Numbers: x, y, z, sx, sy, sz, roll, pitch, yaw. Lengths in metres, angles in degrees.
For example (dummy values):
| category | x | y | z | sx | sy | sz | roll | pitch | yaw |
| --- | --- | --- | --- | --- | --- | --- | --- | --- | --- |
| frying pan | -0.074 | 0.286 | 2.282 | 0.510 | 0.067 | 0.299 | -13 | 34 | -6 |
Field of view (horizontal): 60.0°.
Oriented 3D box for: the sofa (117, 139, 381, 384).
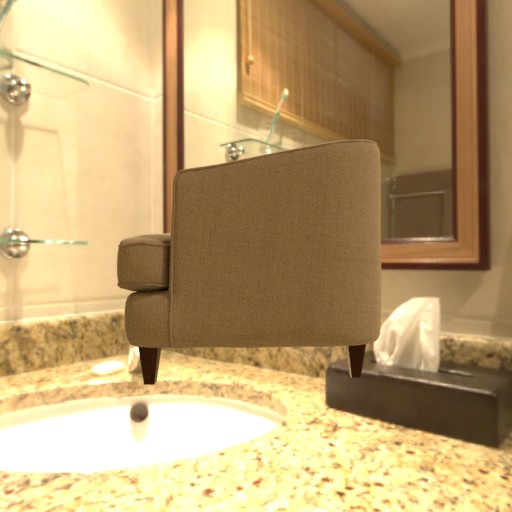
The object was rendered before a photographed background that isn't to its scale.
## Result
| category | x | y | z | sx | sy | sz | roll | pitch | yaw |
| --- | --- | --- | --- | --- | --- | --- | --- | --- | --- |
| sofa | 0.000 | 0.000 | 2.275 | 0.941 | 0.855 | 1.733 | 0 | 0 | 0 |
